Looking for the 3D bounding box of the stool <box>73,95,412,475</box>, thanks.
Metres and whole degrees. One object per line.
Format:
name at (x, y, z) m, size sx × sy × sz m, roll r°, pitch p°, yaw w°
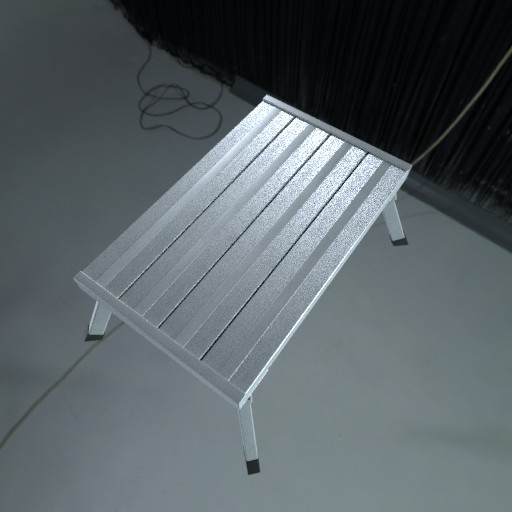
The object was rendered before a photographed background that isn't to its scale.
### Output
stool at (0.000, 0.000, 0.745) m, size 0.385 × 0.225 × 0.535 m, roll 32°, pitch 64°, yaw 17°
